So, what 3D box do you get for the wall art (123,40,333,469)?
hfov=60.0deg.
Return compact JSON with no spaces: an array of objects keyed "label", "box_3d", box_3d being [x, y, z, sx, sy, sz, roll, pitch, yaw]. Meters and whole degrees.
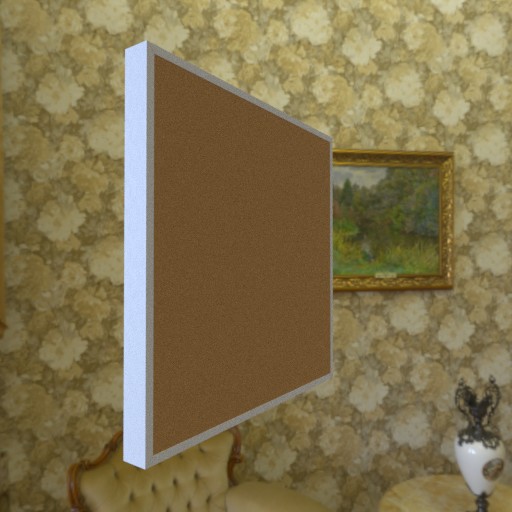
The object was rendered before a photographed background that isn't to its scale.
[{"label":"wall art","box_3d":[0.000,0.000,0.445,0.024,0.304,0.304,-1,-1,35]}]
